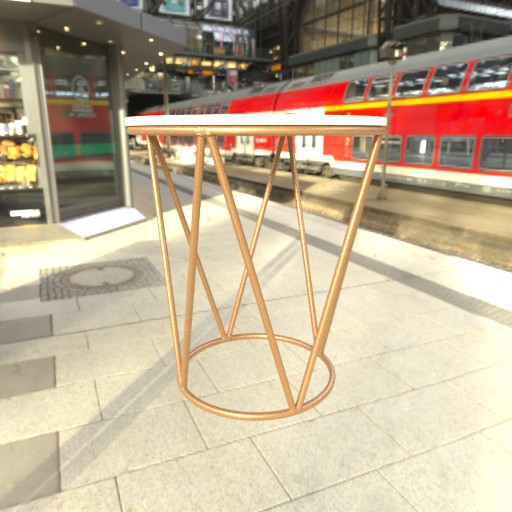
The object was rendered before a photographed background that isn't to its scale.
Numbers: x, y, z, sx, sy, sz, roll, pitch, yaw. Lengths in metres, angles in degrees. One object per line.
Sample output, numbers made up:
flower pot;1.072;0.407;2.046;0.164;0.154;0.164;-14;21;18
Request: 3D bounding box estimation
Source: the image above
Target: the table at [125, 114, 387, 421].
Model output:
table;0.000;0.000;0.954;0.500;0.564;0.500;0;16;0
